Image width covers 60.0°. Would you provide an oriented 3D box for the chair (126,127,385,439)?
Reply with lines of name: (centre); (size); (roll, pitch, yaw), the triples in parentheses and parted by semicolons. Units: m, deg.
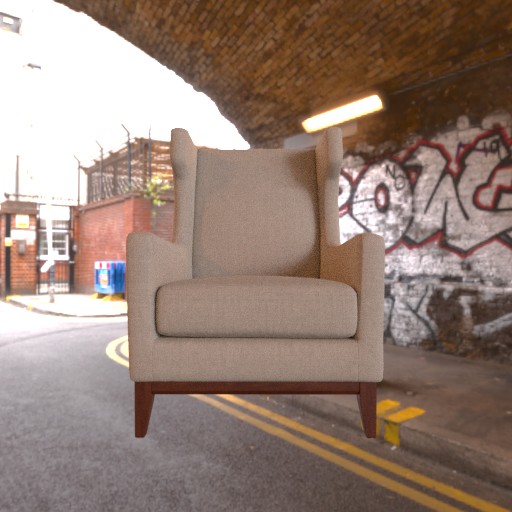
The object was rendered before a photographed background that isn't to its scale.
chair: (0.000, 0.000, 1.705); (0.778, 1.079, 0.899); (0, -1, 0)
